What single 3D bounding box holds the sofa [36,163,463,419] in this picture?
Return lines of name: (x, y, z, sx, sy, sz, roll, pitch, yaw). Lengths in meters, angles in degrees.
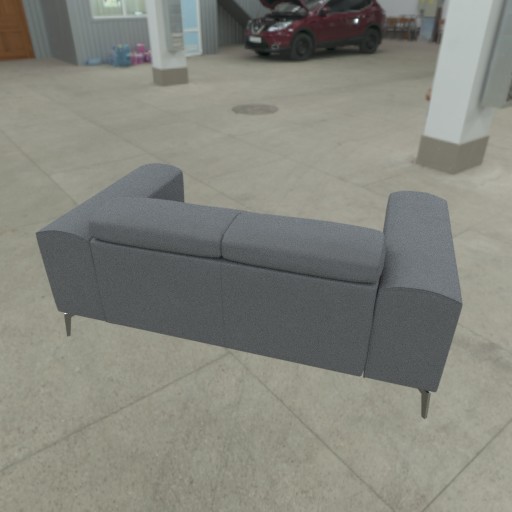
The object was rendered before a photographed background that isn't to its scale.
sofa: (0.000, 0.000, 2.353, 1.895, 0.779, 1.003, 9, 32, 15)
